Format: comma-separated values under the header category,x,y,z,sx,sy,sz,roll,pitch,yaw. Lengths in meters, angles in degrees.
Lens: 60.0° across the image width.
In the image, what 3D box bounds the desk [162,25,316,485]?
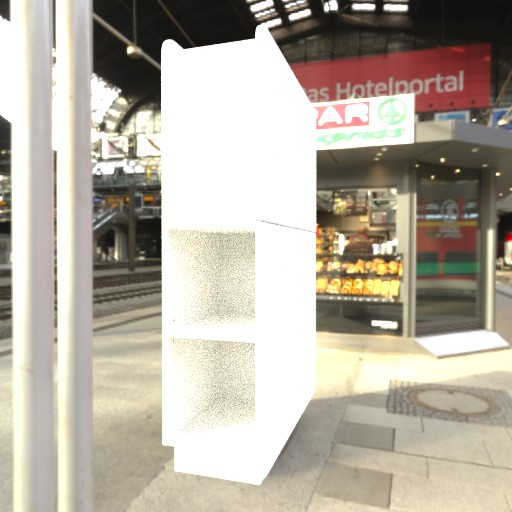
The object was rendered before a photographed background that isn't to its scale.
category,x,y,z,sx,sy,sz,roll,pitch,yaw
desk,0.000,0.000,1.522,0.278,1.190,0.795,0,1,18
